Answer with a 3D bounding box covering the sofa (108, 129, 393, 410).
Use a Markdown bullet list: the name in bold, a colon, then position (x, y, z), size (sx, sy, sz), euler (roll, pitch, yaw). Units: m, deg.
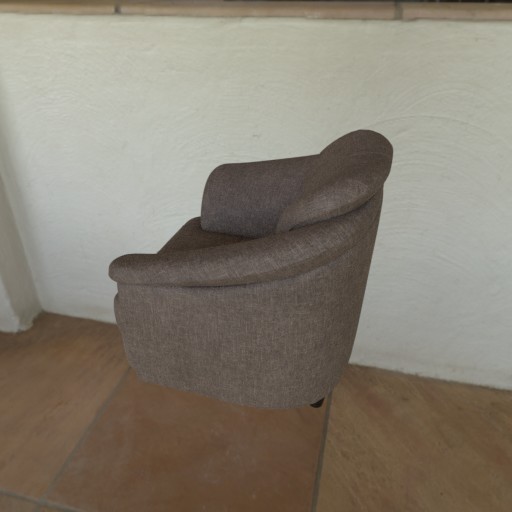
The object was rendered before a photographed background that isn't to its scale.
- **sofa**: position (0.000, 0.000, 1.532), size (0.794, 0.811, 0.870), euler (9, 33, 15)
